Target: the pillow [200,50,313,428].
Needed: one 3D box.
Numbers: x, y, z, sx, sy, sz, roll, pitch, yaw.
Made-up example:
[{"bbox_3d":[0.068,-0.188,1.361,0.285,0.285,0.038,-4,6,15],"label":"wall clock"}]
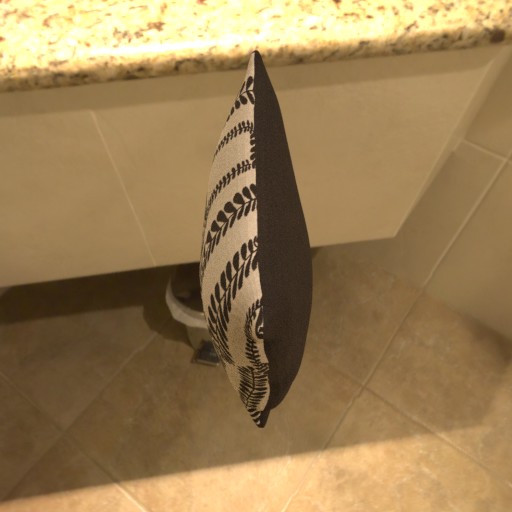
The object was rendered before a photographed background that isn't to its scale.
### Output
[{"bbox_3d":[0.000,0.000,0.702,0.182,0.441,0.440,0,58,0],"label":"pillow"}]
